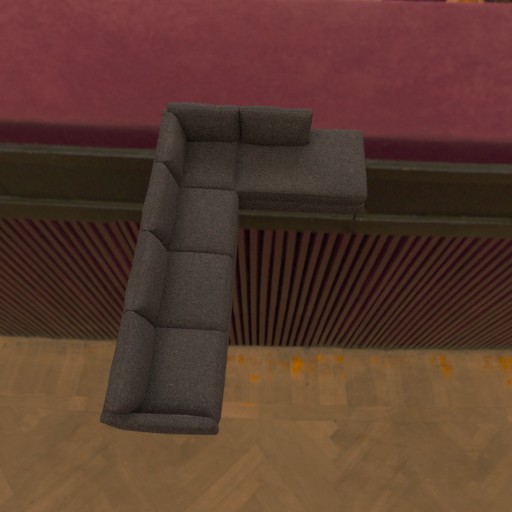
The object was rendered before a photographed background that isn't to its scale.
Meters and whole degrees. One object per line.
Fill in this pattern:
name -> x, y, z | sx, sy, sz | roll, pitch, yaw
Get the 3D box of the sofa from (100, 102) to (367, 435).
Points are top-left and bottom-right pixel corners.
sofa -> 0.000, 0.000, 3.849 | 2.007, 0.815, 2.949 | 3, 64, 2
